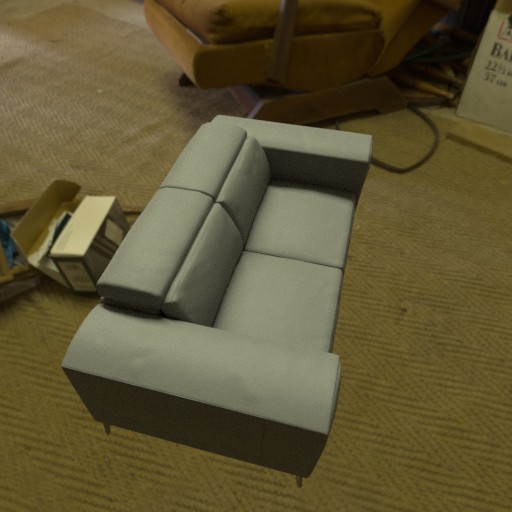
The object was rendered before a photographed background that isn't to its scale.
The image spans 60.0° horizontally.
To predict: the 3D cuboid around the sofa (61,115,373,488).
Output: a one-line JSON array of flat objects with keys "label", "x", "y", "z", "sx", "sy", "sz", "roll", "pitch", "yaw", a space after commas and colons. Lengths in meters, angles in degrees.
[{"label": "sofa", "x": 0.000, "y": 0.000, "z": 2.305, "sx": 1.003, "sy": 0.779, "sz": 1.895, "roll": 11, "pitch": 47, "yaw": 10}]
